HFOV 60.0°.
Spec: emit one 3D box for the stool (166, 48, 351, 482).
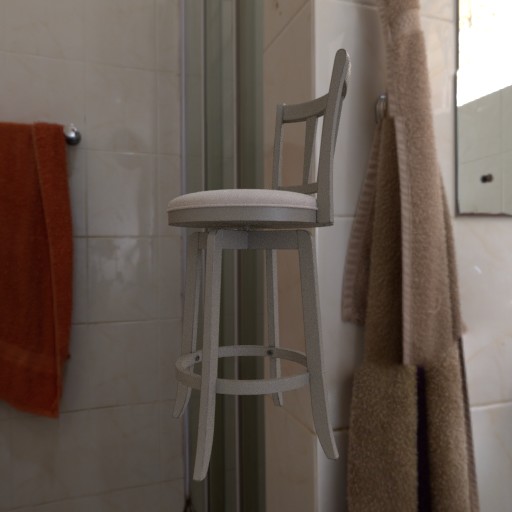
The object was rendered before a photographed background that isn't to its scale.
[{"bbox_3d":[0.000,0.000,1.227,0.486,0.994,0.450,0,1,-17],"label":"stool"}]
